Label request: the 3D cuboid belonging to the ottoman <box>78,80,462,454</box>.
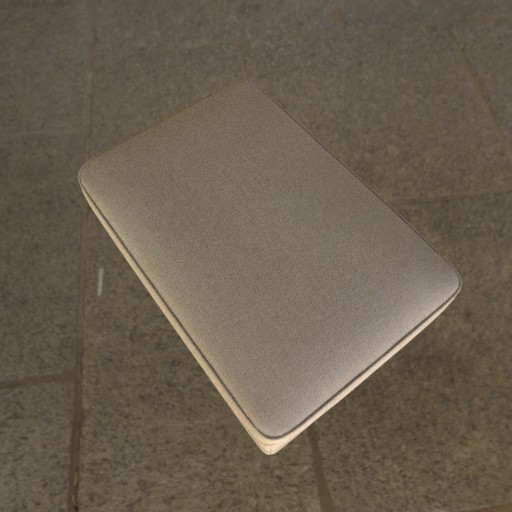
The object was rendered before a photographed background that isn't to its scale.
[{"bbox_3d":[0.000,0.000,1.164,0.559,0.458,0.813,-34,68,-16],"label":"ottoman"}]
